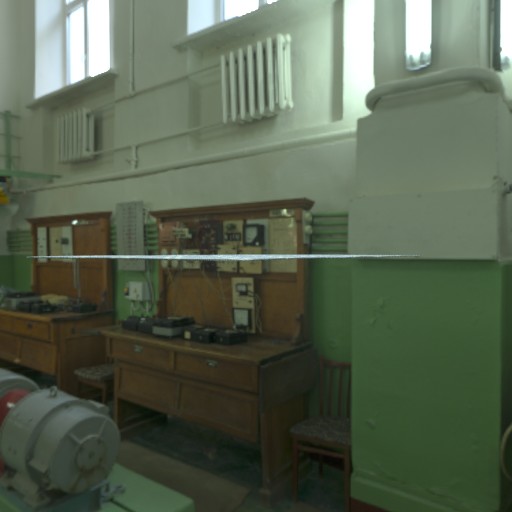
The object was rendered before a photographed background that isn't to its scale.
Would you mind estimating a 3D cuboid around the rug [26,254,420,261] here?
[{"bbox_3d":[0.000,0.000,2.237,1.148,0.010,1.754,0,1,36],"label":"rug"}]
